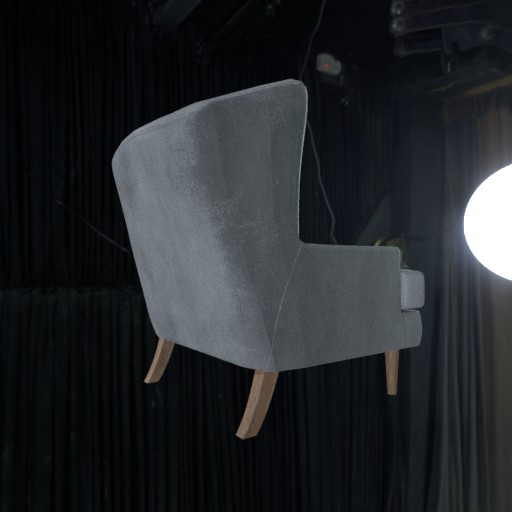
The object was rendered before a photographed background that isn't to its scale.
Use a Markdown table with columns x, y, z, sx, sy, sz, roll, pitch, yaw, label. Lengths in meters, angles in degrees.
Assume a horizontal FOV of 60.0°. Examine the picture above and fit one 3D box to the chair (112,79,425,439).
| x | y | z | sx | sy | sz | roll | pitch | yaw | label |
| --- | --- | --- | --- | --- | --- | --- | --- | --- | --- |
| 0.000 | 0.000 | 1.581 | 0.906 | 0.950 | 0.784 | 0 | 0 | -36 | chair |
